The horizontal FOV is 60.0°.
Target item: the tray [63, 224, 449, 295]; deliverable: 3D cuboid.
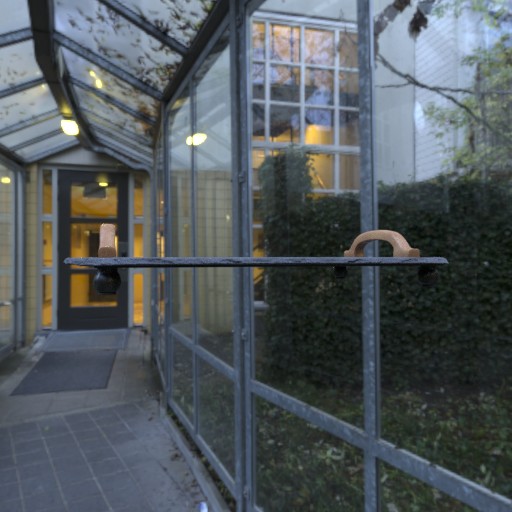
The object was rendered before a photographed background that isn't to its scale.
[{"bbox_3d":[0.000,0.000,0.487,0.387,0.062,0.231,0,0,-18],"label":"tray"}]
